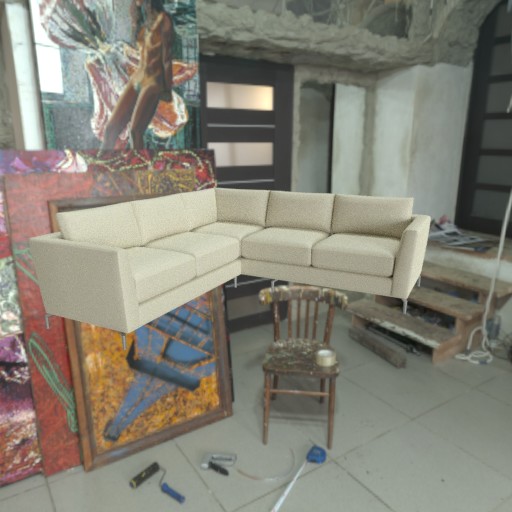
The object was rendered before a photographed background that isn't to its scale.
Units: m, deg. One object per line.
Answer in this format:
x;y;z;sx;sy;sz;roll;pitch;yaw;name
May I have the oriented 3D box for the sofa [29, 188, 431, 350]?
0.000;0.000;3.706;2.448;0.867;2.430;7;16;26;sofa
